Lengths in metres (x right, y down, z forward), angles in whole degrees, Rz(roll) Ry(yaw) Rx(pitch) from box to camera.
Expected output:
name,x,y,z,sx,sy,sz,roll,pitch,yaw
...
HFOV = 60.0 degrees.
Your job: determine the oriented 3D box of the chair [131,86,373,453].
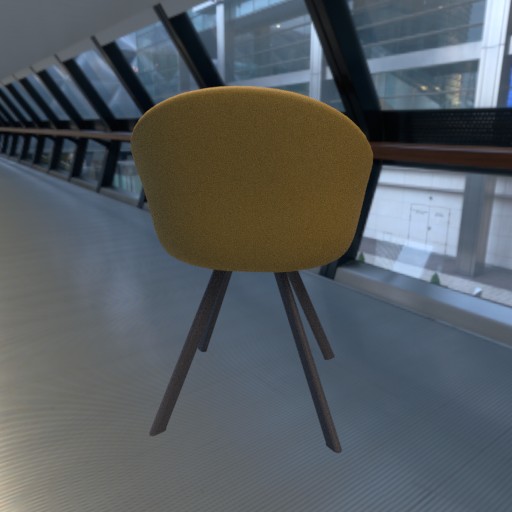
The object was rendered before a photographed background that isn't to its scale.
name,x,y,z,sx,sy,sz,roll,pitch,yaw
chair,0.000,0.000,1.181,0.551,0.793,0.583,2,15,7
